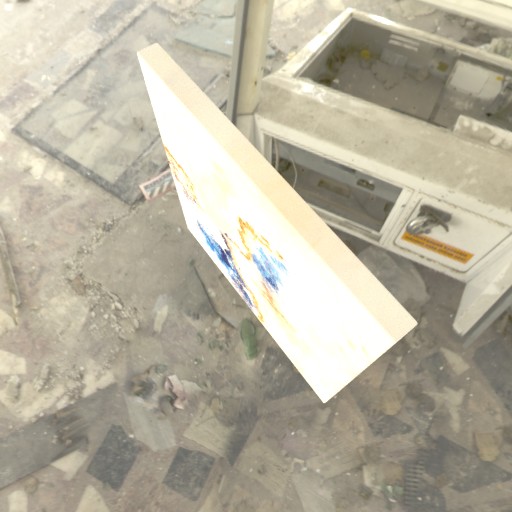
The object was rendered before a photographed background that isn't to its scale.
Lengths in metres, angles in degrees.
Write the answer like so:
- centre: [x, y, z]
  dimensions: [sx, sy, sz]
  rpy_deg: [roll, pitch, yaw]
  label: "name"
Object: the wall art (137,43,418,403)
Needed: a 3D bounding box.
- centre: [0.000, 0.000, 1.592]
  dimensions: [0.071, 1.061, 1.061]
  rpy_deg: [-34, 70, -15]
  label: "wall art"
